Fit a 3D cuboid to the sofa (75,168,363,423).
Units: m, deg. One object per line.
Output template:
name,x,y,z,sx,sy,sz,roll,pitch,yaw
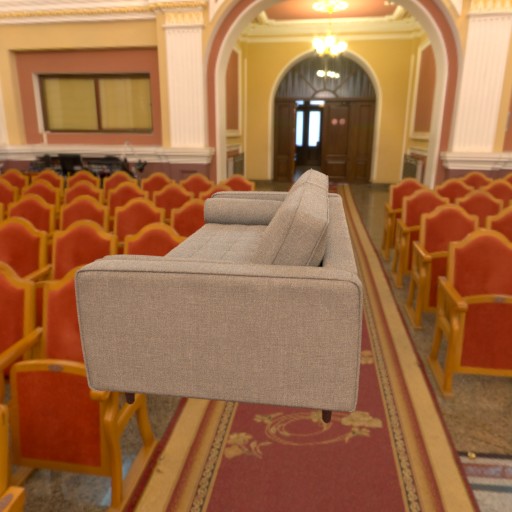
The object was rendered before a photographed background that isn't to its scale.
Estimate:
sofa,0.000,0.000,2.249,0.914,0.762,1.879,2,16,8
